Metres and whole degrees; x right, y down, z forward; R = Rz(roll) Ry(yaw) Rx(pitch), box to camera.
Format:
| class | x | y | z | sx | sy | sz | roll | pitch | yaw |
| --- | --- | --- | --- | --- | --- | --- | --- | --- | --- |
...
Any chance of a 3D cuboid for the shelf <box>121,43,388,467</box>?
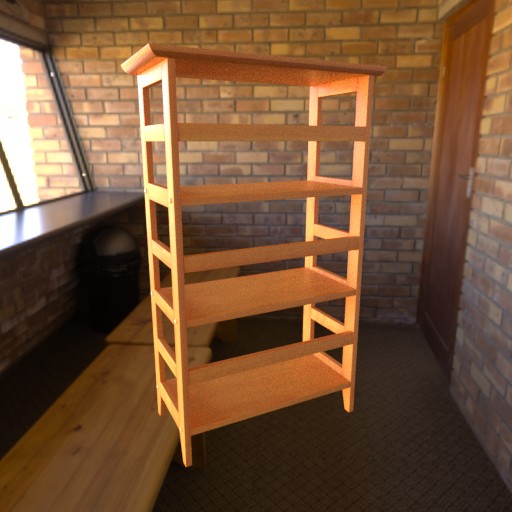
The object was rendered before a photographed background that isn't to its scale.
| class | x | y | z | sx | sy | sz | roll | pitch | yaw |
| --- | --- | --- | --- | --- | --- | --- | --- | --- | --- |
| shelf | 0.000 | 0.000 | 1.338 | 0.660 | 1.067 | 0.305 | -7 | 16 | -26 |
